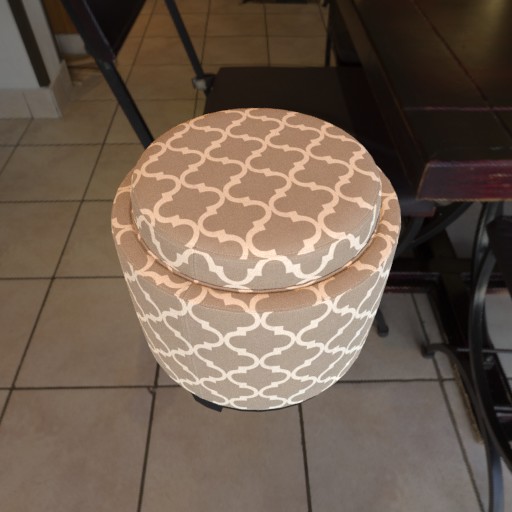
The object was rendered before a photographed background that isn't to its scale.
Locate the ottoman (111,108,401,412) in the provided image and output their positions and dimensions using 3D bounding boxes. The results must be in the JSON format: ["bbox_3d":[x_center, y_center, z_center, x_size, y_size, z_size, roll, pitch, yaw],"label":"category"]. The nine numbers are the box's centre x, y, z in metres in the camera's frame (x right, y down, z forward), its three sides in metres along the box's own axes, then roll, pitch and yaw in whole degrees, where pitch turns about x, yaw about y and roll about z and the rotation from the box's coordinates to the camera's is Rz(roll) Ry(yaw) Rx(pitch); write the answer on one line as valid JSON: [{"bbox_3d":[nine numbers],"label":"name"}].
[{"bbox_3d":[0.000,0.000,0.841,0.480,0.429,0.480,0,47,0],"label":"ottoman"}]
